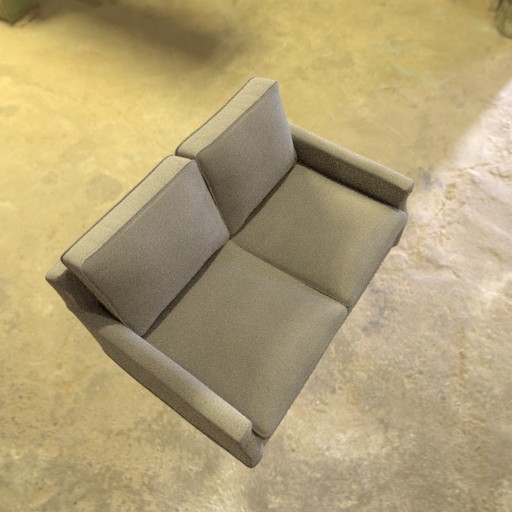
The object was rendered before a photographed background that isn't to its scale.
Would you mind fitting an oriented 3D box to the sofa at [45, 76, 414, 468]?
[{"bbox_3d":[0.000,0.000,2.255,1.084,1.003,1.597,31,64,17],"label":"sofa"}]
